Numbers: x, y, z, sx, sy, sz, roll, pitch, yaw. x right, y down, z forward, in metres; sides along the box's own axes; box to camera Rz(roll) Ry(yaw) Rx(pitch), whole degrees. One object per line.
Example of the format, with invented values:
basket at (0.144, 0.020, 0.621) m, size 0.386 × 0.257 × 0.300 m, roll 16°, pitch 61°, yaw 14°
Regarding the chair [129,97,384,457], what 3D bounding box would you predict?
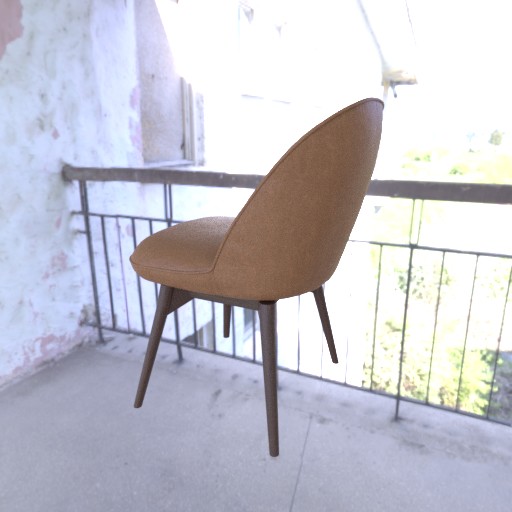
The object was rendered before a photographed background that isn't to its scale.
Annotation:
chair at (0.000, 0.000, 1.258) m, size 0.631 × 0.831 × 0.521 m, roll 8°, pitch 18°, yaw 26°
